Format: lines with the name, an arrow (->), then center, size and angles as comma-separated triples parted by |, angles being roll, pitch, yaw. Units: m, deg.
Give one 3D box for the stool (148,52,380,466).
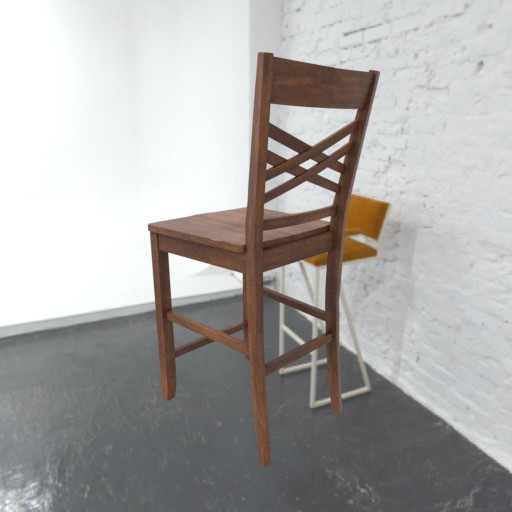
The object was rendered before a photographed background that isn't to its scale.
stool -> 0.000, 0.000, 1.390 | 0.462, 1.079, 0.539 | -15, 22, -43
